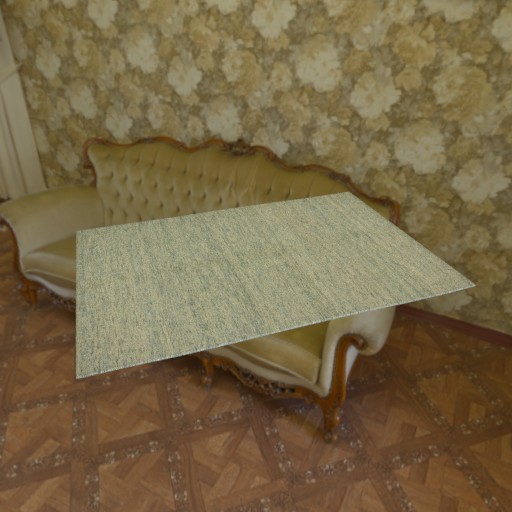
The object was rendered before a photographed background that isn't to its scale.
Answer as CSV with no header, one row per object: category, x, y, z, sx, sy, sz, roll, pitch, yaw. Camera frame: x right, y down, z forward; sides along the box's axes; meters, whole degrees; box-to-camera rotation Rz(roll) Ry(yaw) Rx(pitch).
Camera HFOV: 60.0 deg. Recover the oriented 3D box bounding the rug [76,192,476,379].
rug,0.000,0.000,2.978,2.283,0.013,1.547,-10,32,-16
